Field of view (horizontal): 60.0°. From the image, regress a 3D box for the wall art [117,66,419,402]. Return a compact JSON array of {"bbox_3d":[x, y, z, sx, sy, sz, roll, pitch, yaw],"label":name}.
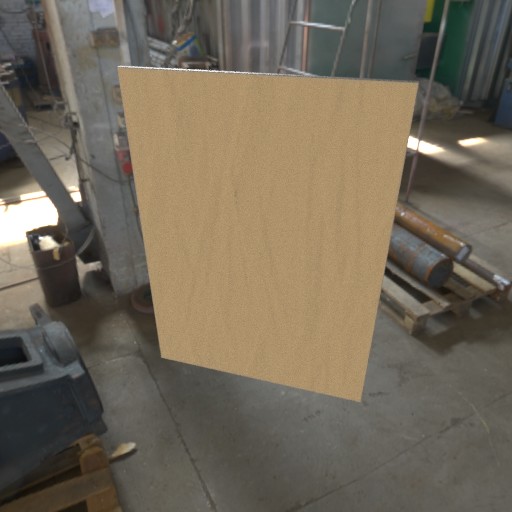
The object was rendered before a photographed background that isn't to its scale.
[{"bbox_3d":[0.000,0.000,1.446,0.810,1.116,0.016,9,33,14],"label":"wall art"}]
